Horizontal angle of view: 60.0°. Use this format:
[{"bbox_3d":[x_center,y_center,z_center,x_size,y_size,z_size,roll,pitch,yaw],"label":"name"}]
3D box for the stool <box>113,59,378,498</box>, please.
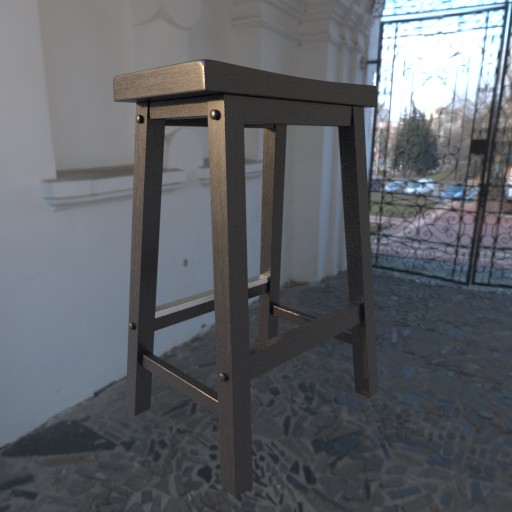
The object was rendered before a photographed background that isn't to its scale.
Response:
[{"bbox_3d":[0.000,0.000,0.826,0.322,0.610,0.406,14,20,43],"label":"stool"}]
